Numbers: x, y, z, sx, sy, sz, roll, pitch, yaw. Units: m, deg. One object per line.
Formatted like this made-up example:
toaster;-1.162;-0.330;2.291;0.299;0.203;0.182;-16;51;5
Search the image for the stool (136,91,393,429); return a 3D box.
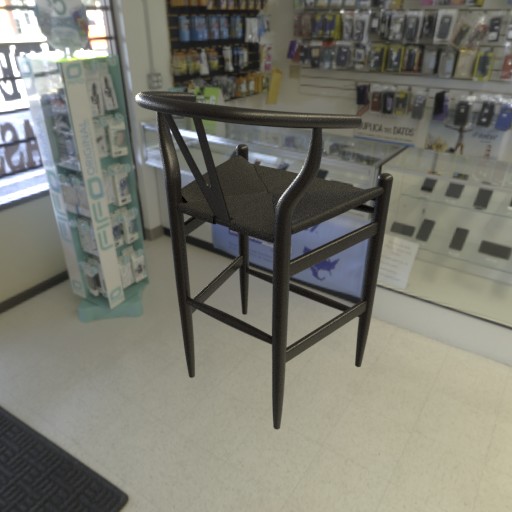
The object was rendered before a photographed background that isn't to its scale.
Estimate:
stool;0.000;0.000;1.331;0.569;0.970;0.579;20;35;32
